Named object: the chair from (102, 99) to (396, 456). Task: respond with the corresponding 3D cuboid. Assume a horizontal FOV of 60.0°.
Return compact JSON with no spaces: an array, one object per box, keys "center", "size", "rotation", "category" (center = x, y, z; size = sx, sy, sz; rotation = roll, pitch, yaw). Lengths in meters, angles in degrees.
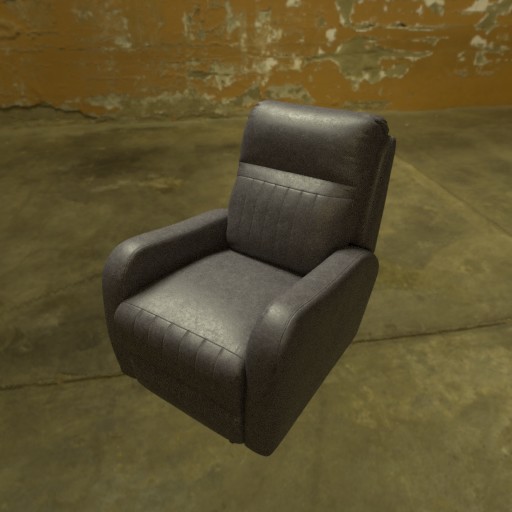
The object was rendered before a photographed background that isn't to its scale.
[{"center":[0.000,0.000,1.833],"size":[0.865,1.067,1.067],"rotation":[20,35,30],"category":"chair"}]
